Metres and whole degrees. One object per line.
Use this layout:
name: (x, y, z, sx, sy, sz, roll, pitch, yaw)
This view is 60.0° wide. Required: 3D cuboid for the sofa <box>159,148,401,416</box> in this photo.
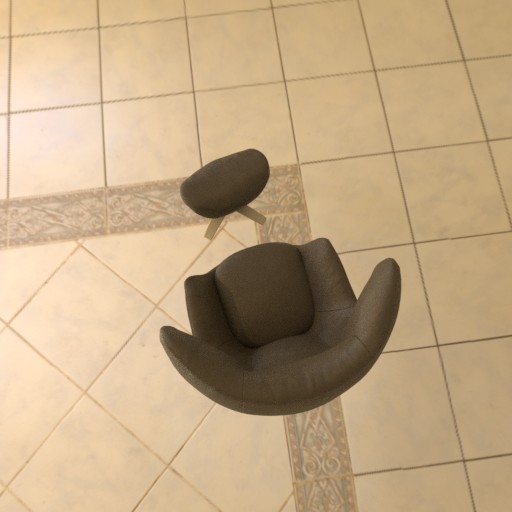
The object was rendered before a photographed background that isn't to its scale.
sofa: (0.000, 0.000, 2.139, 0.894, 1.135, 1.444, -17, 77, -4)
